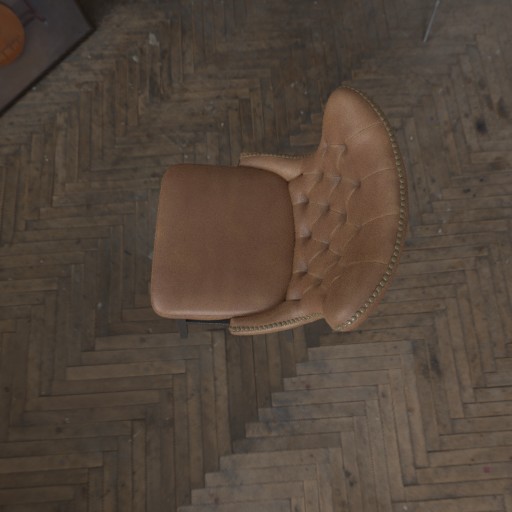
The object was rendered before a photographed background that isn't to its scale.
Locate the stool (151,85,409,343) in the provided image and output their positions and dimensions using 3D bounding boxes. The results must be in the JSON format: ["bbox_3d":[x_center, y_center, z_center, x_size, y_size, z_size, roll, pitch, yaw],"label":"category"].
[{"bbox_3d":[0.000,0.000,1.360,0.601,1.050,0.528,2,75,1],"label":"stool"}]
